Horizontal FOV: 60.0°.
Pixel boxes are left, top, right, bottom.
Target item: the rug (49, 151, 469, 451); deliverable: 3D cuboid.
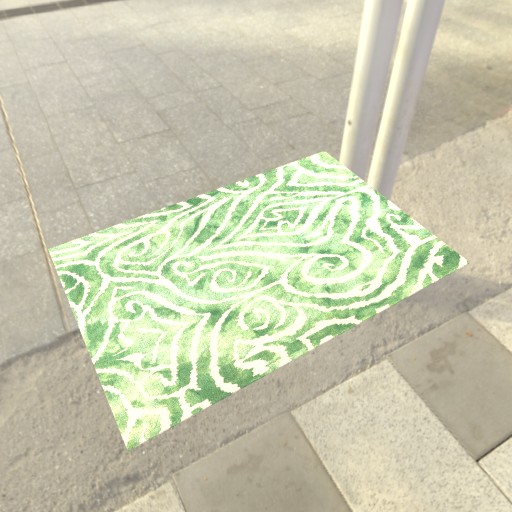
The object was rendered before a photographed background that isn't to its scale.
[{"bbox_3d":[0.000,0.000,2.308,1.826,0.006,1.220,-23,50,-21],"label":"rug"}]
